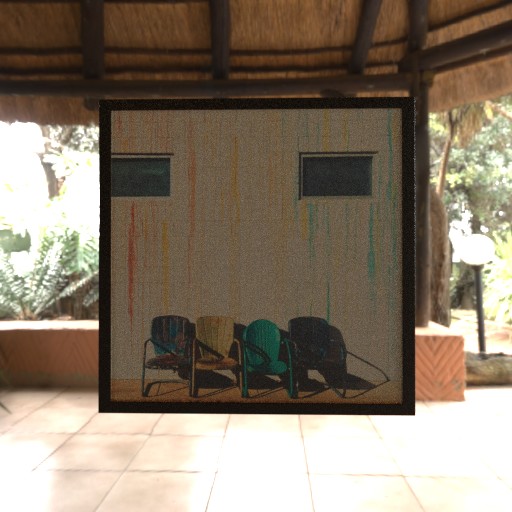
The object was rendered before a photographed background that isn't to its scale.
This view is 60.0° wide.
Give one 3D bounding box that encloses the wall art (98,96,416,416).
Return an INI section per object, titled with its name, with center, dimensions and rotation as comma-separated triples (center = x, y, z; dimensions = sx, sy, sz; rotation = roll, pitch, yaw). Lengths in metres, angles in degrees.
[wall art]
center = 0.000, 0.000, 0.443
dimensions = 0.304, 0.304, 0.038
rotation = 0, 0, 1
